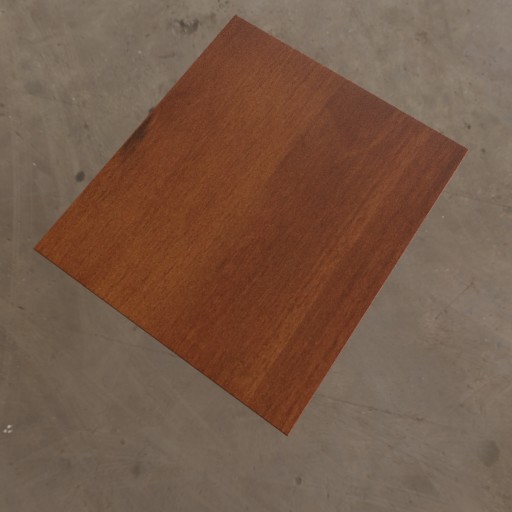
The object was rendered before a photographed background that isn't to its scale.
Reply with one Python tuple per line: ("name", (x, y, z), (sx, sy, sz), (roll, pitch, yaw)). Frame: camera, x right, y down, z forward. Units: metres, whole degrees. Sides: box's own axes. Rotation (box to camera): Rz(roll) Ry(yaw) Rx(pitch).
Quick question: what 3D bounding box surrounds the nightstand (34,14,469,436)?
("nightstand", (0.000, 0.000, 0.901), (0.411, 0.618, 0.460), (34, 77, 9))
